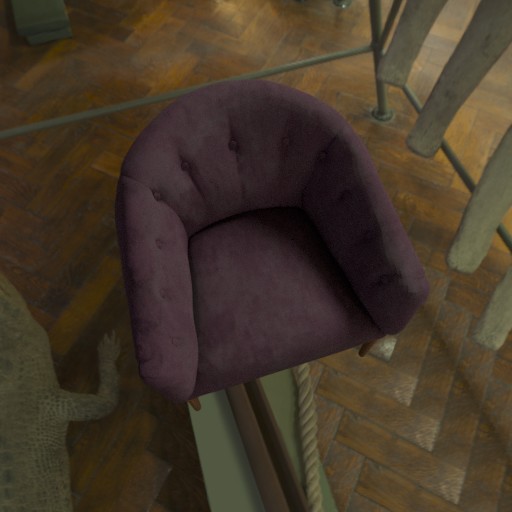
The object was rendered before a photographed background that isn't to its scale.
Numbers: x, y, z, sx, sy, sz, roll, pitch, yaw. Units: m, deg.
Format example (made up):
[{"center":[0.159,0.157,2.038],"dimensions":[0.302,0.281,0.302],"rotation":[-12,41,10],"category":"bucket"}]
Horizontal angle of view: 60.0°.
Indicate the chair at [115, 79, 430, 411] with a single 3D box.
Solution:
[{"center":[0.000,0.000,1.513],"dimensions":[0.851,0.885,0.776],"rotation":[-16,64,-8],"category":"chair"}]
